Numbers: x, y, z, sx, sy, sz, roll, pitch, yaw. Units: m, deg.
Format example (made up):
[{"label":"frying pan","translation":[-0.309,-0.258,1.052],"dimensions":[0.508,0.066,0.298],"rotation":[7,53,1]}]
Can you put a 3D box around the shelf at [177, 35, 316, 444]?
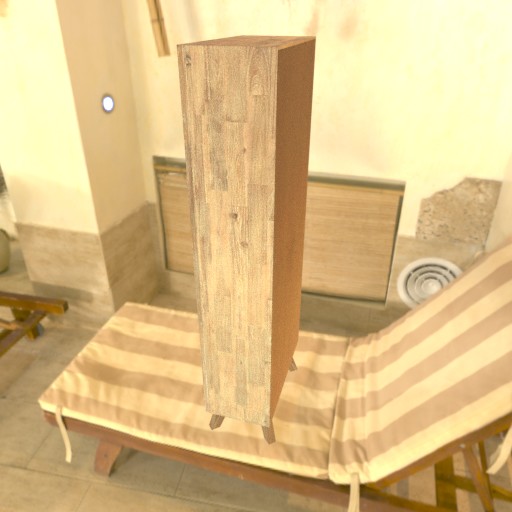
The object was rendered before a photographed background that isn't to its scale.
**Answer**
[{"label":"shelf","translation":[0.000,0.000,1.529],"dimensions":[0.267,1.342,0.491],"rotation":[8,30,14]}]
